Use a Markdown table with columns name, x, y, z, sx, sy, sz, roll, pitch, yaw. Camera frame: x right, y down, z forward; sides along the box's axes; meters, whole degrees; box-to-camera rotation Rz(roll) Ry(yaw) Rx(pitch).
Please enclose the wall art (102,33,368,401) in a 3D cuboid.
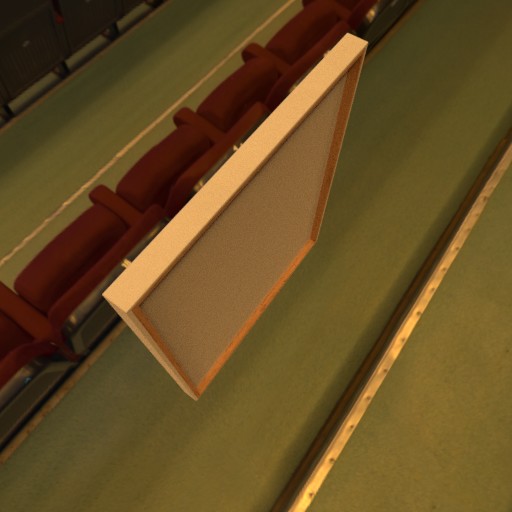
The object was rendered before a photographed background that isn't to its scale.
| name | x | y | z | sx | sy | sz | roll | pitch | yaw |
| --- | --- | --- | --- | --- | --- | --- | --- | --- | --- |
| wall art | 0.000 | 0.000 | 0.826 | 0.037 | 0.606 | 0.508 | 33 | 68 | 15 |
